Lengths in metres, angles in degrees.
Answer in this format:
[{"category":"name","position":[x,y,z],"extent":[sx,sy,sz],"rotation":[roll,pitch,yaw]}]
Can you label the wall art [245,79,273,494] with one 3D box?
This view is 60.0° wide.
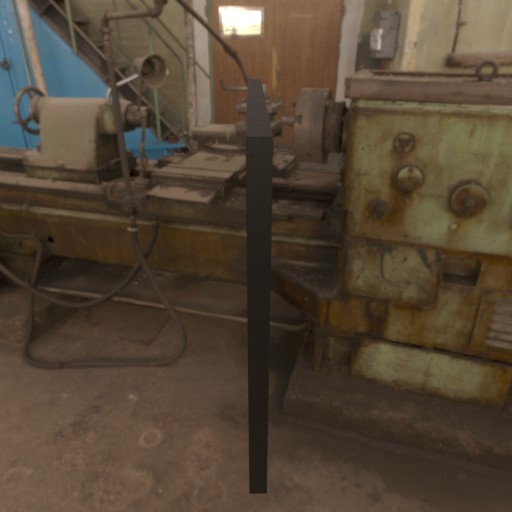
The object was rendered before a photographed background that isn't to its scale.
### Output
[{"category":"wall art","position":[0.000,0.000,1.121],"extent":[0.038,0.762,0.762],"rotation":[0,27,-1]}]
